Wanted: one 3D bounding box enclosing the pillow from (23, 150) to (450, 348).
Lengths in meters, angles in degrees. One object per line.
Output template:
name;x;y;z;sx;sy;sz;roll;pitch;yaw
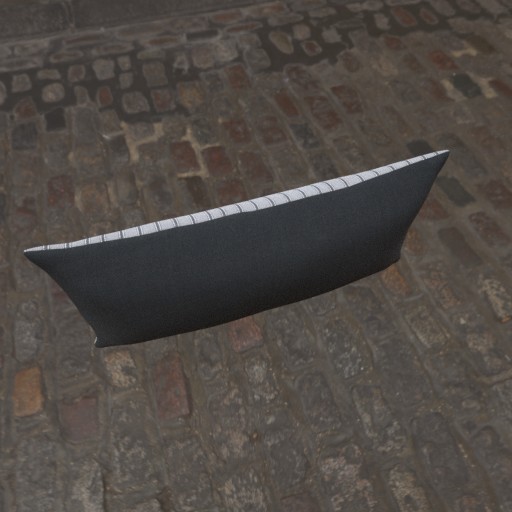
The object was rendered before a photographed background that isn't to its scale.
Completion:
pillow;0.000;0.000;0.727;0.609;0.305;0.151;-15;59;-10
